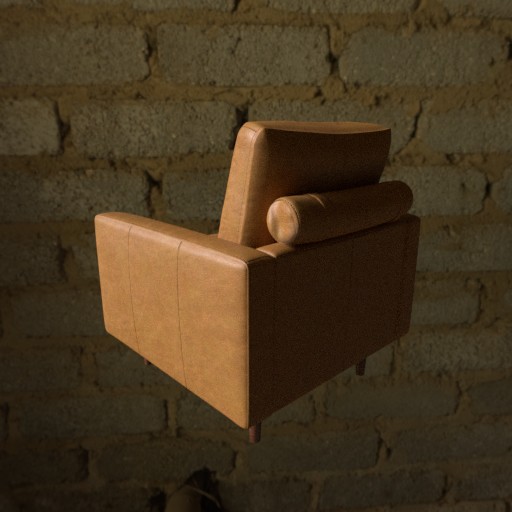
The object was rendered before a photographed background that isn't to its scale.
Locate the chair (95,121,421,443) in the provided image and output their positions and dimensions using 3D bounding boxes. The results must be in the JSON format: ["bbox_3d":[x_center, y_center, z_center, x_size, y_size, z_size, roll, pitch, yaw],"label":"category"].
[{"bbox_3d":[0.000,0.000,1.550,0.831,0.896,0.868,-15,21,-41],"label":"chair"}]
